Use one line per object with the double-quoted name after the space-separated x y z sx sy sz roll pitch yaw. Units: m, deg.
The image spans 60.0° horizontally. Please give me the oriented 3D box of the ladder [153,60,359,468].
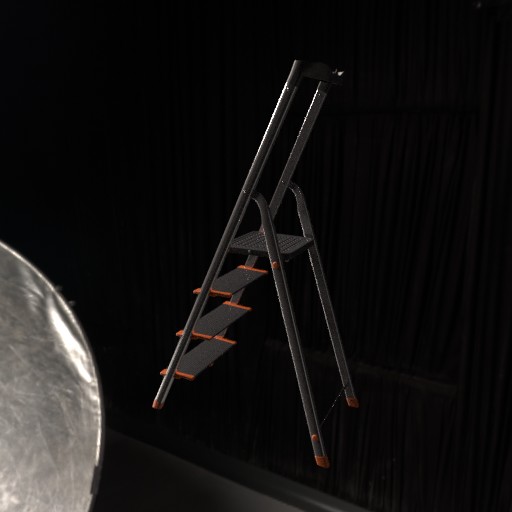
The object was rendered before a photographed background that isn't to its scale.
0.000 0.000 1.833 0.834 1.429 0.452 8 18 26 "ladder"
